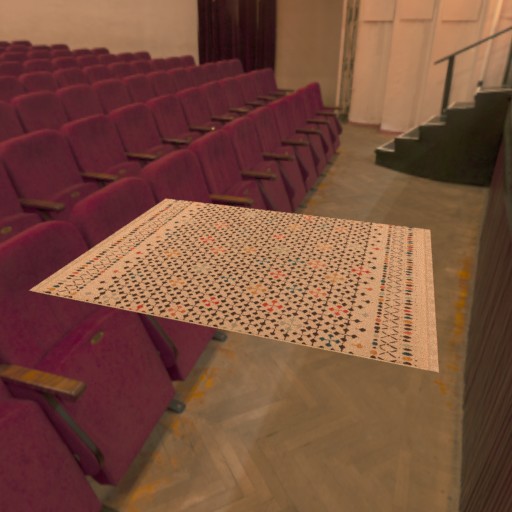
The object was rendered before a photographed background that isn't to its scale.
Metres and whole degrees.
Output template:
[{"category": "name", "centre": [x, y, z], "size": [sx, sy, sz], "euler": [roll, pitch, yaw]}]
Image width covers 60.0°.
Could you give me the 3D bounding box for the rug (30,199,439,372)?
[{"category": "rug", "centre": [0.000, 0.000, 2.063], "size": [1.556, 0.006, 1.146], "euler": [8, 28, 16]}]
